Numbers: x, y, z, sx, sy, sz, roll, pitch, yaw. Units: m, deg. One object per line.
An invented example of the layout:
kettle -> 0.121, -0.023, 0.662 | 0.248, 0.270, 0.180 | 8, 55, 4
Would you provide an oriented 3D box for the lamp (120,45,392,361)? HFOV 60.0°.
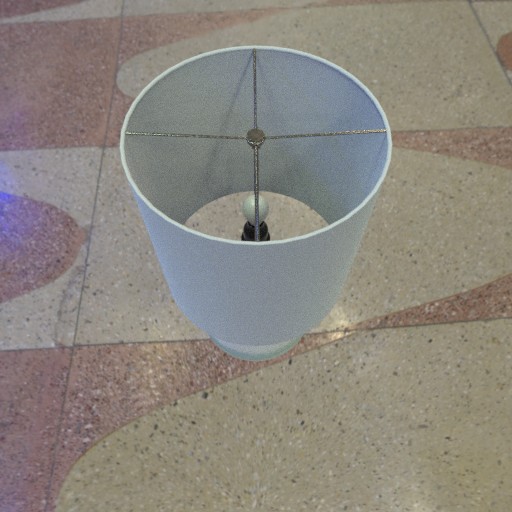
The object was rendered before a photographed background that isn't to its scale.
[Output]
lamp -> 0.000, 0.000, 0.530 | 0.217, 0.404, 0.217 | -1, 60, 0
